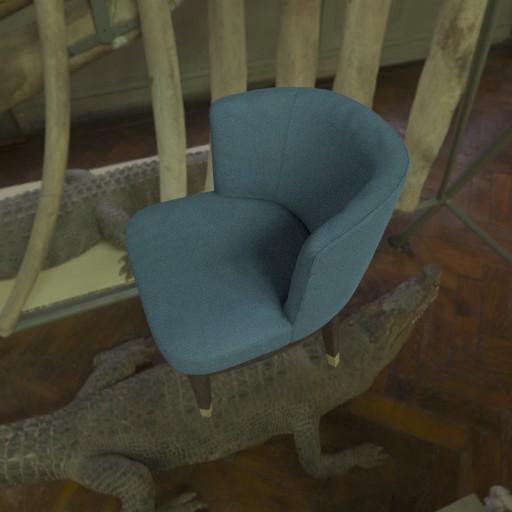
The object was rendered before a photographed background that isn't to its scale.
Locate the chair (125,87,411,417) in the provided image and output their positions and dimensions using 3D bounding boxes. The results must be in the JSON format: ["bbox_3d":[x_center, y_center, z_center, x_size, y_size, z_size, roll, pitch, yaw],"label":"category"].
[{"bbox_3d":[0.000,0.000,1.313,0.702,0.760,0.661,-17,48,-16],"label":"chair"}]
